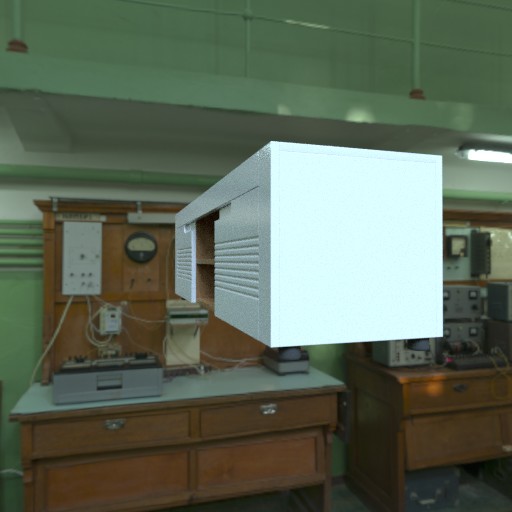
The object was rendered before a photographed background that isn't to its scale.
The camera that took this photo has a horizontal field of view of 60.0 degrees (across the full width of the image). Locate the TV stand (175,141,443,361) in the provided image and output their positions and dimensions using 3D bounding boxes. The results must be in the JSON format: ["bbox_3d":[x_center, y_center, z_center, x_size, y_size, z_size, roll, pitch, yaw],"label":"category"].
[{"bbox_3d":[0.000,0.000,1.653,0.410,0.440,1.500,0,-1,-17],"label":"TV stand"}]
